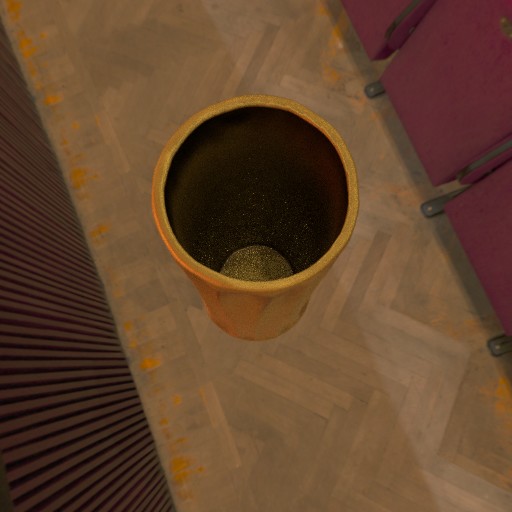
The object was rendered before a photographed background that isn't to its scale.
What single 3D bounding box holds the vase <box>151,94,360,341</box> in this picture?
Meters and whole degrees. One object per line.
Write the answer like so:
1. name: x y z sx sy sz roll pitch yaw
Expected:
1. vase: 0.000 0.000 0.177 0.061 0.143 0.061 0 77 0
